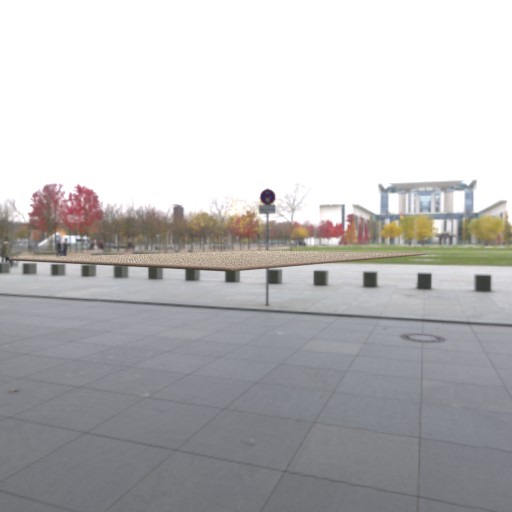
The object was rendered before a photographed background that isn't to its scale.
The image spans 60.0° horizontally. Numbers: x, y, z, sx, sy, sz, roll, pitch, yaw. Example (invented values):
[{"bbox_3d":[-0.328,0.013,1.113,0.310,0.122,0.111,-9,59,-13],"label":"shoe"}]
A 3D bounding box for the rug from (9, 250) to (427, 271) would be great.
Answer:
[{"bbox_3d":[0.000,0.000,2.004,1.061,0.012,1.668,1,2,36],"label":"rug"}]
